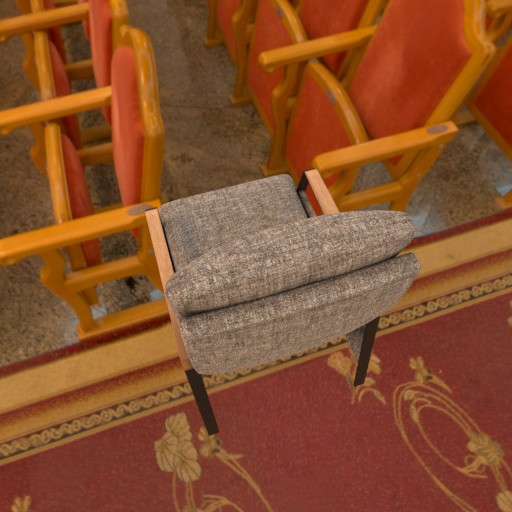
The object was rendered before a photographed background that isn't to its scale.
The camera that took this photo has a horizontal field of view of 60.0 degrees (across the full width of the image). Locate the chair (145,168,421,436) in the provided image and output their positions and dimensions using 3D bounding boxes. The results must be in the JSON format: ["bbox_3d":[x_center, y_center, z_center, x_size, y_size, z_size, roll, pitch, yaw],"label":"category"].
[{"bbox_3d":[0.000,0.000,1.572,0.671,1.042,0.868,-15,60,-9],"label":"chair"}]
